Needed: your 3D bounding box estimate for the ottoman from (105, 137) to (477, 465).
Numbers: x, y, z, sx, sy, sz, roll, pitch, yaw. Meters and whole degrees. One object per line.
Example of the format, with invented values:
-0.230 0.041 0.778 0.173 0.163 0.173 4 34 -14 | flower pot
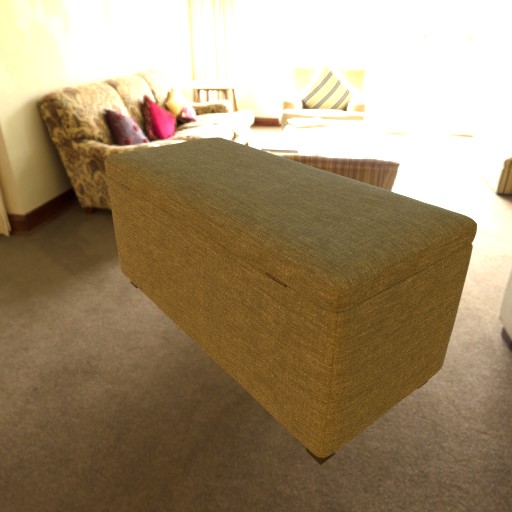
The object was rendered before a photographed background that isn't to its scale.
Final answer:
0.000 0.000 1.127 0.419 0.432 0.902 -20 34 -33 | ottoman
